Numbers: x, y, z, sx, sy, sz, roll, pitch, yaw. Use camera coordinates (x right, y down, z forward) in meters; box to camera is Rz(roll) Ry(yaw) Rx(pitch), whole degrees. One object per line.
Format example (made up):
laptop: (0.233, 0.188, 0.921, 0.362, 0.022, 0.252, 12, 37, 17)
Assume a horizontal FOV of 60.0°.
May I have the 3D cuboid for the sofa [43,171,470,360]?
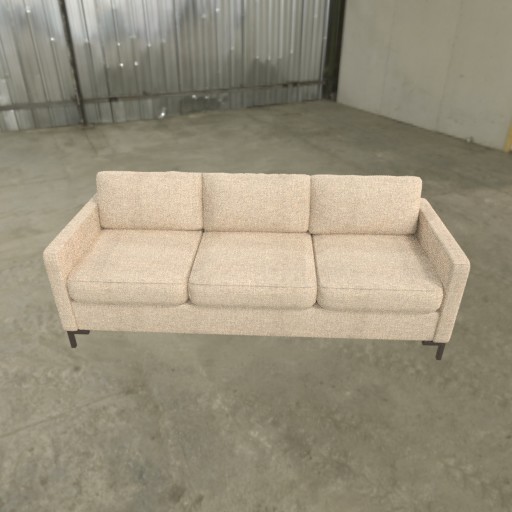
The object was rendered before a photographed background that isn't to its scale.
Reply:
sofa: (0.000, 0.000, 2.727, 2.218, 0.874, 0.859, 1, 31, 2)
